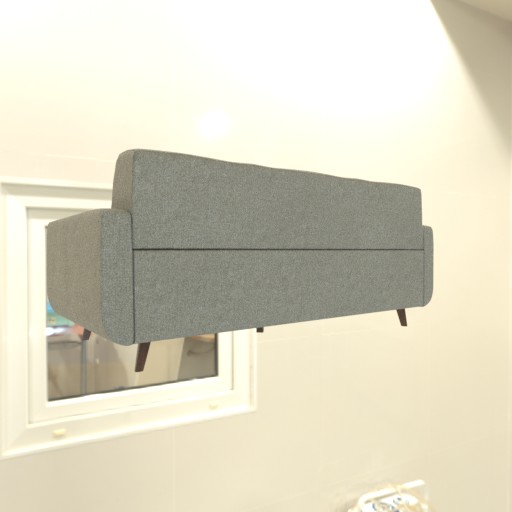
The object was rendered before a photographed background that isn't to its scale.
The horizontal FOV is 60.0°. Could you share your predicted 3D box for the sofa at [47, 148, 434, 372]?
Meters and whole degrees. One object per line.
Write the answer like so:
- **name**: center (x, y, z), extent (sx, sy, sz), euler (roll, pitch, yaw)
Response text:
- **sofa**: center (0.000, 0.000, 2.543), extent (2.055, 0.873, 0.968), euler (-1, 1, -36)
